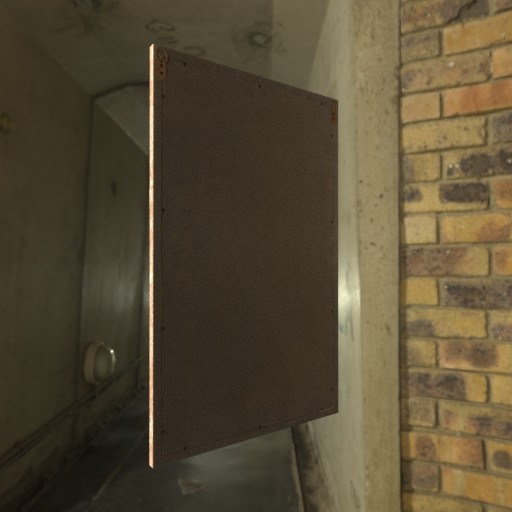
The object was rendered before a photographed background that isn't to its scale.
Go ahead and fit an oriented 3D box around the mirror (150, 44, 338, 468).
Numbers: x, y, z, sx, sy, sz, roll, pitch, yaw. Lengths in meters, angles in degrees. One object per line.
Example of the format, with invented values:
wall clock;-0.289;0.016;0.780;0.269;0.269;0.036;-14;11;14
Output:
mirror;0.000;0.000;0.978;0.495;0.787;0.058;0;0;-37
